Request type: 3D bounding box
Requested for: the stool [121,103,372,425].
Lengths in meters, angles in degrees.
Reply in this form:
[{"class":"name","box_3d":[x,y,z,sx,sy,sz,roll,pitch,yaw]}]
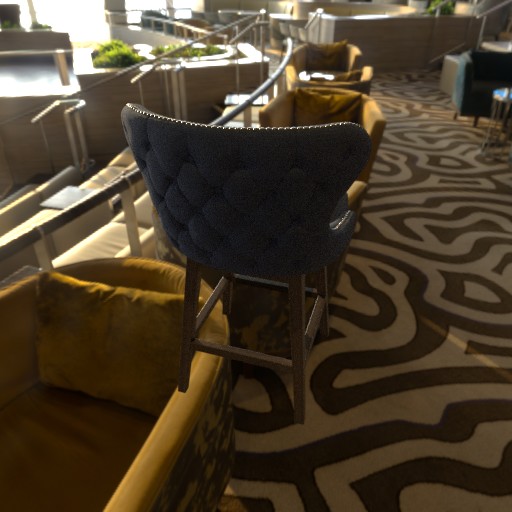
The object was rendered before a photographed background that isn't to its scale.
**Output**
[{"class":"stool","box_3d":[0.000,0.000,1.381,0.615,0.972,0.597,10,34,15]}]
